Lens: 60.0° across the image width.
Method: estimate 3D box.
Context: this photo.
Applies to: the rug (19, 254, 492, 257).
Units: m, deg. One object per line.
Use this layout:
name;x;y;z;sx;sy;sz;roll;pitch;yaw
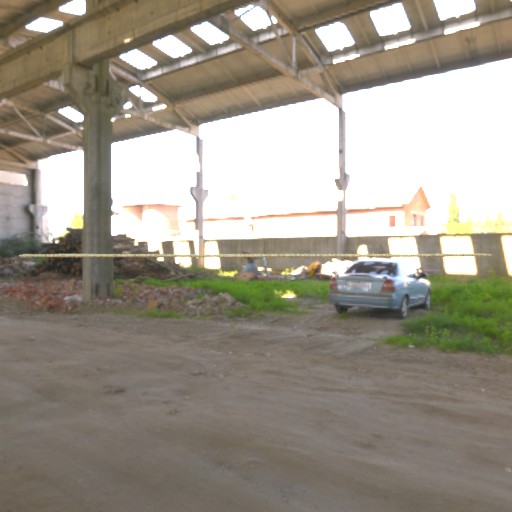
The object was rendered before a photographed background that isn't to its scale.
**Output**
rug;0.000;0.000;2.356;1.850;0.015;1.250;0;0;1
